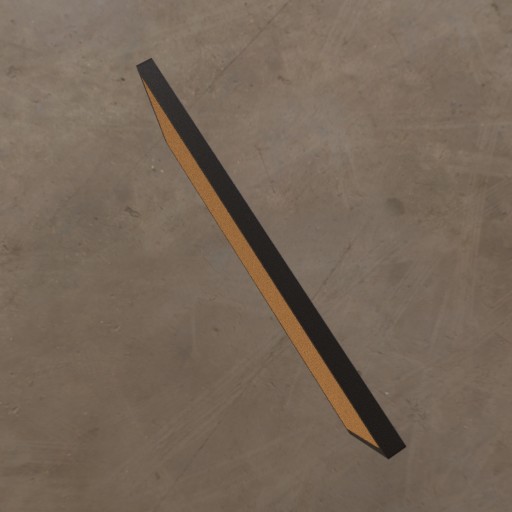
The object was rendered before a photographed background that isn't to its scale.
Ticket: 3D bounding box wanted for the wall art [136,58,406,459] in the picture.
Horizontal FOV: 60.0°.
[{"bbox_3d":[0.000,0.000,0.948,0.037,0.303,0.860,-31,77,-8],"label":"wall art"}]
